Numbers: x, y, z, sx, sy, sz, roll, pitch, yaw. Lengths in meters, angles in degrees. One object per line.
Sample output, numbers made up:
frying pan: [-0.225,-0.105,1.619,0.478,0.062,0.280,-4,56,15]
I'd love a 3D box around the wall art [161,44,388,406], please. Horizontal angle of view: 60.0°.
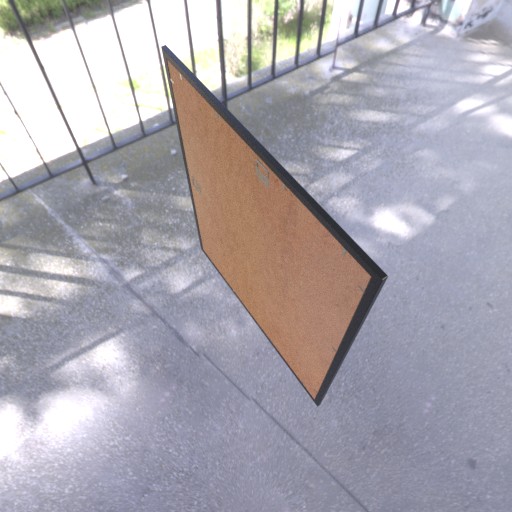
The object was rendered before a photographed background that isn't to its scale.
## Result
wall art: [0.000,0.000,0.934,0.018,0.660,0.559,-30,63,-17]
